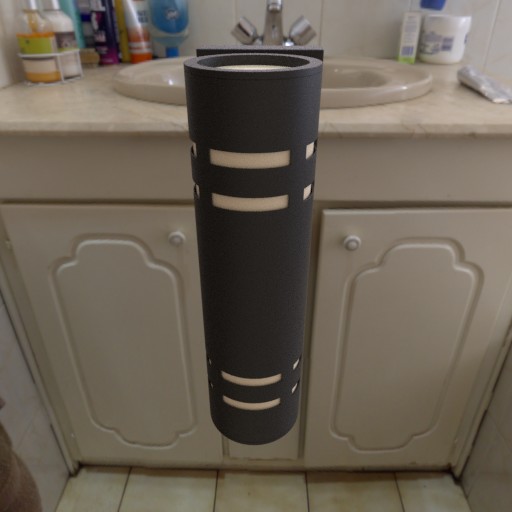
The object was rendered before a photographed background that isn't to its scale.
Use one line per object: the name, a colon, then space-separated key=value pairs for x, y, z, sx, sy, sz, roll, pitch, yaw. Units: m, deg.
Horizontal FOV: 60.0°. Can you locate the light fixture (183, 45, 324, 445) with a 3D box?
light fixture: x=0.000 y=0.000 z=0.399 sx=0.105 sy=0.330 sz=0.149 roll=2 pitch=31 yaw=3
